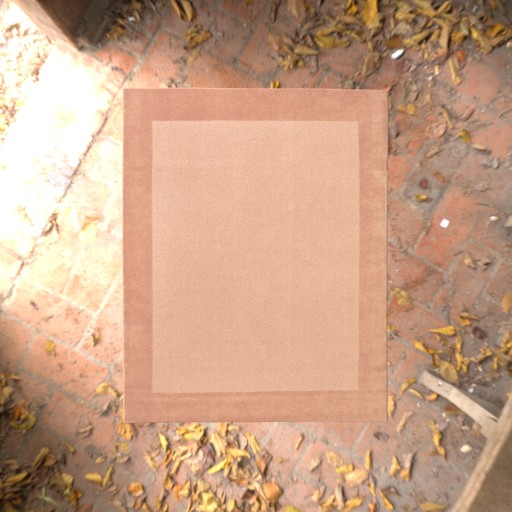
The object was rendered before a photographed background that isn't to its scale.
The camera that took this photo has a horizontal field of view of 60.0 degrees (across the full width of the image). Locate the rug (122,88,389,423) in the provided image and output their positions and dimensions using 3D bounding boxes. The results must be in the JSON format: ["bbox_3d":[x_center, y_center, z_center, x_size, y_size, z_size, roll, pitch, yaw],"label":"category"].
[{"bbox_3d":[0.000,0.000,4.052,2.431,0.021,3.057,0,91,-1],"label":"rug"}]
